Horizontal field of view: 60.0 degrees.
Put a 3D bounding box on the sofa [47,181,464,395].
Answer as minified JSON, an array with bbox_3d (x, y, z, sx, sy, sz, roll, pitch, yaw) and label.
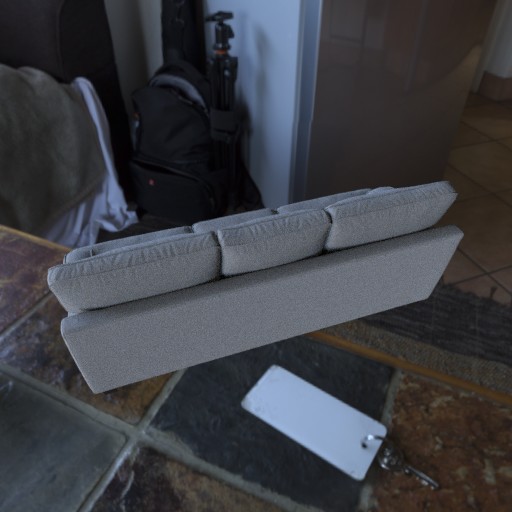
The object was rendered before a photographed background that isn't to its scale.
[{"bbox_3d":[0.000,0.000,2.884,2.323,0.997,1.016,-13,43,-14],"label":"sofa"}]
